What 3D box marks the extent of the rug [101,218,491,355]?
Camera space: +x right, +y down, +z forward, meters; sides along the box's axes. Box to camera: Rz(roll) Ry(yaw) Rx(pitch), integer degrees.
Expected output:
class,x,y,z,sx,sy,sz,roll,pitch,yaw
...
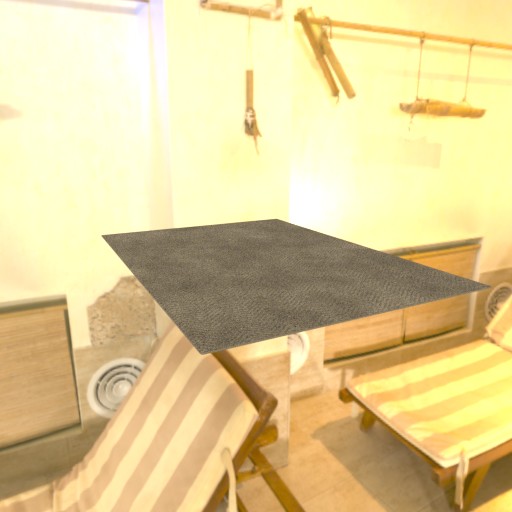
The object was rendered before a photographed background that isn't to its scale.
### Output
class,x,y,z,sx,sy,sz,roll,pitch,yaw
rug,0.000,0.000,2.900,1.600,0.008,2.235,-8,17,-26
